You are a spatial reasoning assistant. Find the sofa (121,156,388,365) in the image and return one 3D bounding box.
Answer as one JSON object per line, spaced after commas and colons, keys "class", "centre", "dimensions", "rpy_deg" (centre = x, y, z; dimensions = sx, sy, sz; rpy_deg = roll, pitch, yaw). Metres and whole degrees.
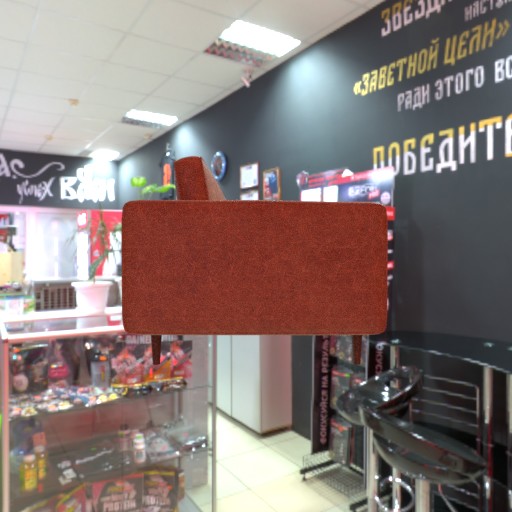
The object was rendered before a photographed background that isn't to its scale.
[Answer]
{"class": "sofa", "centre": [0.000, 0.000, 2.562], "dimensions": [0.919, 0.770, 2.200], "rpy_deg": [0, 1, 0]}
